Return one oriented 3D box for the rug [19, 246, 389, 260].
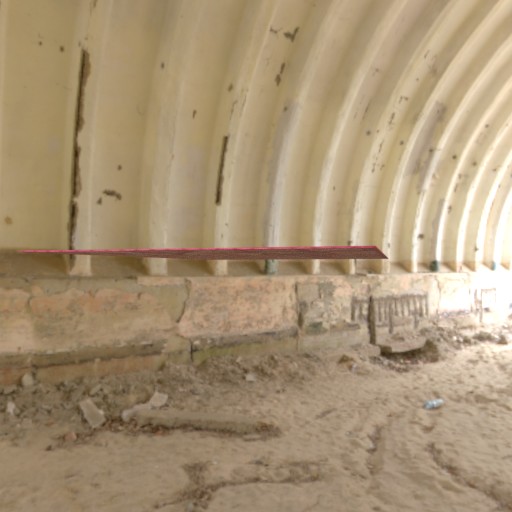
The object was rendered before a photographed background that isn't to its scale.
[{"bbox_3d":[0.000,0.000,4.269,2.389,0.011,3.306,0,-2,18],"label":"rug"}]
